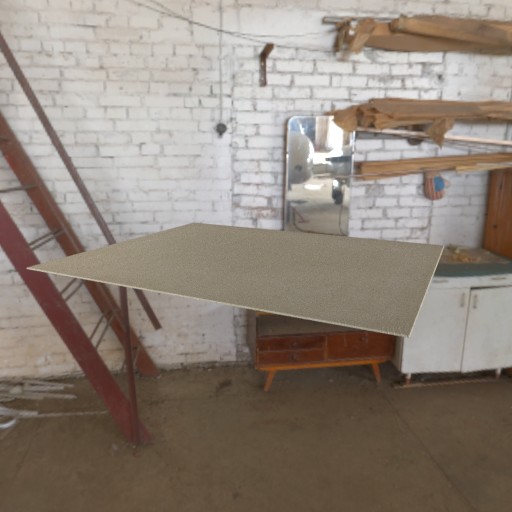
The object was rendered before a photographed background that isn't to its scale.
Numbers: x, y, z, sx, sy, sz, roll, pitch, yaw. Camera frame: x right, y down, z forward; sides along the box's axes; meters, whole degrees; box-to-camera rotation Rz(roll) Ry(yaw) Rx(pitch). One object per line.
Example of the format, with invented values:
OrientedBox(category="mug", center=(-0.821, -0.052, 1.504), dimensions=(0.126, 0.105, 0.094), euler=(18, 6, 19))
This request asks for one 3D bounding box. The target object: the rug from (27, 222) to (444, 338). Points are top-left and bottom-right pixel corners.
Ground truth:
OrientedBox(category="rug", center=(0.000, 0.000, 3.464), dimensions=(2.584, 0.011, 2.073), euler=(7, 16, 26))
